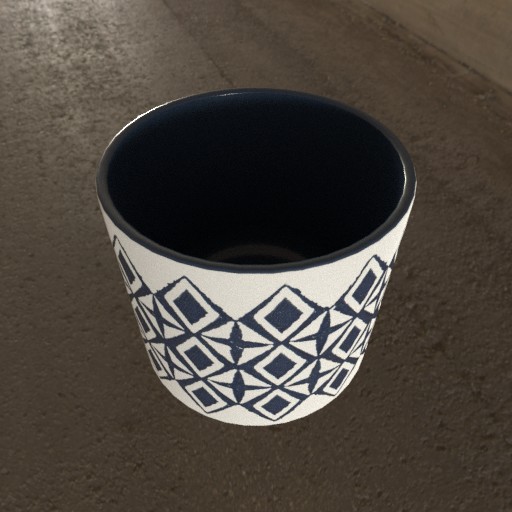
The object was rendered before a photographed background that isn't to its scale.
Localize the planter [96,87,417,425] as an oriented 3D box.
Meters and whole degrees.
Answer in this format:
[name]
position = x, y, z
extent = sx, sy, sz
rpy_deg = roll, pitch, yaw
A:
[planter]
position = 0.000, 0.000, 0.275
extent = 0.159, 0.144, 0.159
rpy_deg = 0, 46, 0
